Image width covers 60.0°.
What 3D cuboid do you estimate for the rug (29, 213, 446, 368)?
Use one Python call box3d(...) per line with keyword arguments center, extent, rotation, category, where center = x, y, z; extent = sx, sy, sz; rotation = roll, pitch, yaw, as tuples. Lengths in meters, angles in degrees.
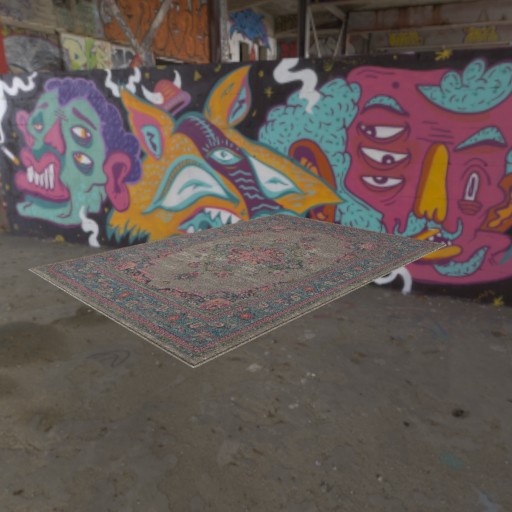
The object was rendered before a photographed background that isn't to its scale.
box3d(center=(0.000, 0.000, 3.681), extent=(2.005, 0.013, 2.890), rotation=(16, 23, 42), category="rug")
